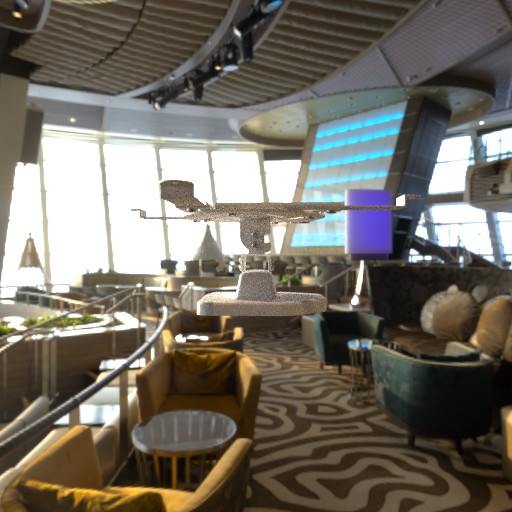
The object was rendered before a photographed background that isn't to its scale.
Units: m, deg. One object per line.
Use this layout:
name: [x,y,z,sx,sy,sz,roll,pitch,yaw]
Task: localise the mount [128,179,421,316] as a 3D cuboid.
mount: [0.000,0.000,0.600,0.394,0.141,0.394,0,0,2]
